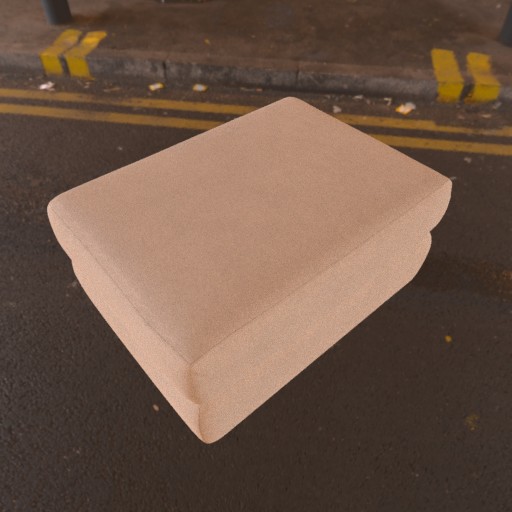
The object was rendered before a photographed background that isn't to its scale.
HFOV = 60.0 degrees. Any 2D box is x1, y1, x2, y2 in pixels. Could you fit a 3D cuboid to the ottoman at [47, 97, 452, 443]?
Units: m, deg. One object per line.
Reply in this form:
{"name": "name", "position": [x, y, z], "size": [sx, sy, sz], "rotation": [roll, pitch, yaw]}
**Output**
{"name": "ottoman", "position": [0.000, 0.000, 1.131], "size": [0.773, 0.499, 0.569], "rotation": [-32, 54, -27]}
